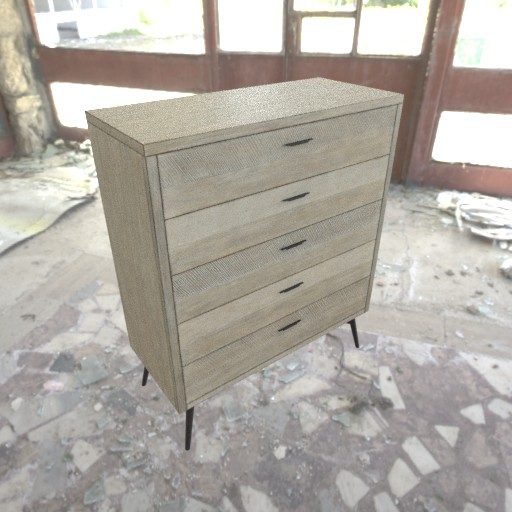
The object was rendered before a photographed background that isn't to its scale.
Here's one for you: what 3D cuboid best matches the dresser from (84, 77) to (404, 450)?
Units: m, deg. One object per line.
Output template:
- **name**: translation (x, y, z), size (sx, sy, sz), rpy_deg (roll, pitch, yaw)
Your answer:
- **dresser**: translation (0.000, 0.000, 1.816), size (1.016, 1.219, 0.457), rpy_deg (-21, 37, -31)
